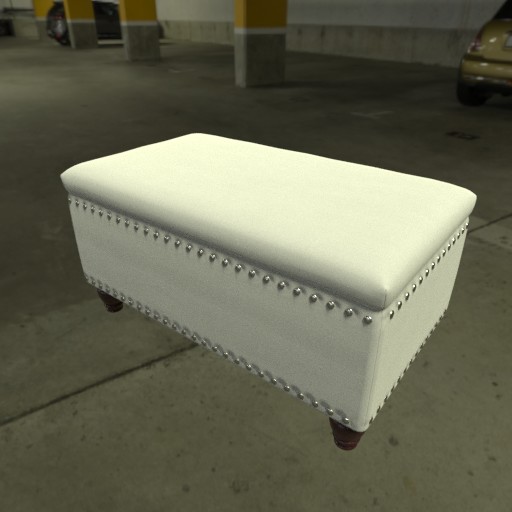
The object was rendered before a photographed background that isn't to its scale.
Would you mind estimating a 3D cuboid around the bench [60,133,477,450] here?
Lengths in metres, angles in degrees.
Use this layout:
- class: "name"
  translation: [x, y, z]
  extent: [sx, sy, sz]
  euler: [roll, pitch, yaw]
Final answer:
- class: "bench"
  translation: [0.000, 0.000, 1.158]
  extent: [0.887, 0.449, 0.500]
  euler: [20, 35, 32]
